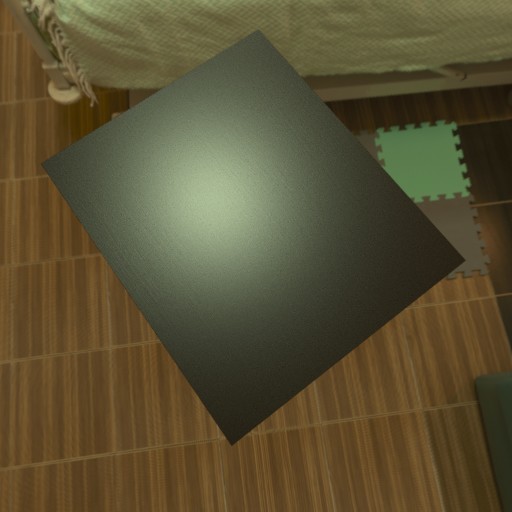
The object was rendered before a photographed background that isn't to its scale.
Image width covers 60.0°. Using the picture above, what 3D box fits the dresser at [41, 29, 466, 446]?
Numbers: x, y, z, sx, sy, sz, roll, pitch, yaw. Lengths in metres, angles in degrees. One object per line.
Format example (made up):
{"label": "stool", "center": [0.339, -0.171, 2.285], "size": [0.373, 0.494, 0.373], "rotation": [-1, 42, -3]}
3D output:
{"label": "dresser", "center": [0.000, 0.000, 0.755], "size": [0.360, 0.470, 0.400], "rotation": [-36, 78, -9]}
